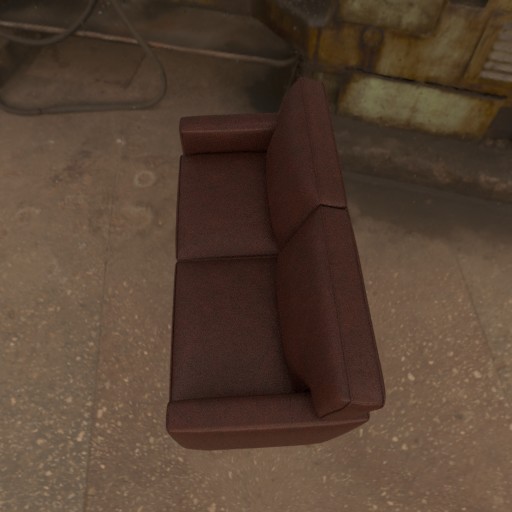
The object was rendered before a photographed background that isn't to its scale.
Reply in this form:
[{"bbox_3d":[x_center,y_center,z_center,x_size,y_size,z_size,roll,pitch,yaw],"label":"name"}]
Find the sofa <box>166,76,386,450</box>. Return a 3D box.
[{"bbox_3d":[0.000,0.000,2.411,0.912,0.928,1.876,-3,60,-2],"label":"sofa"}]
